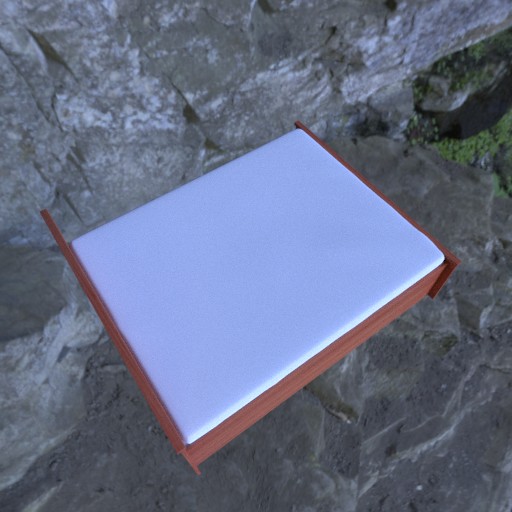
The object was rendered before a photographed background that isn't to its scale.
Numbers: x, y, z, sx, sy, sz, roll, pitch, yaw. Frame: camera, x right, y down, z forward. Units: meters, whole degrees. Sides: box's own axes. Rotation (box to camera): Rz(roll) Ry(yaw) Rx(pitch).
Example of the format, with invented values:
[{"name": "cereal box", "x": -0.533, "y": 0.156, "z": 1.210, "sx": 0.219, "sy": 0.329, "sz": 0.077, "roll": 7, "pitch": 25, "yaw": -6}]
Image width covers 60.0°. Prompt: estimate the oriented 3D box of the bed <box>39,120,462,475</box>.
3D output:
[{"name": "bed", "x": 0.000, "y": 0.000, "z": 2.957, "sx": 2.053, "sy": 0.848, "sz": 1.683, "roll": -31, "pitch": 61, "yaw": -19}]
